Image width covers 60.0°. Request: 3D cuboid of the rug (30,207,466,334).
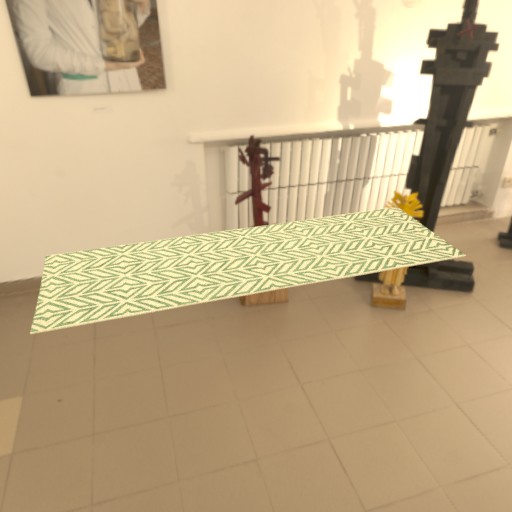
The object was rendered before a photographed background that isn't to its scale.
[{"bbox_3d":[0.000,0.000,2.682,2.435,0.009,0.750,-9,32,-15],"label":"rug"}]
